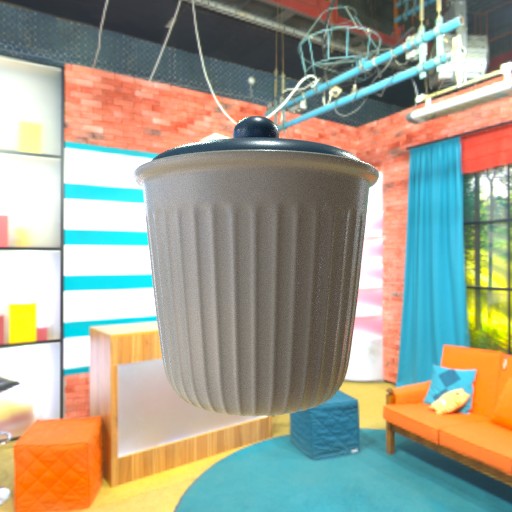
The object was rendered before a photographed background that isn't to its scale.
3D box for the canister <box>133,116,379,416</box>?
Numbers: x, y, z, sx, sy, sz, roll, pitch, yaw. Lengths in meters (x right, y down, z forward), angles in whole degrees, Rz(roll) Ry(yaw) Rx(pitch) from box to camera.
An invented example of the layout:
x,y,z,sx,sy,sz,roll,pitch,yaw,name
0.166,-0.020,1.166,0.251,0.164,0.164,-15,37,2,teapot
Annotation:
x,y,z,sx,sy,sz,roll,pitch,yaw,name
0.000,0.000,0.338,0.181,0.211,0.181,0,0,0,canister
